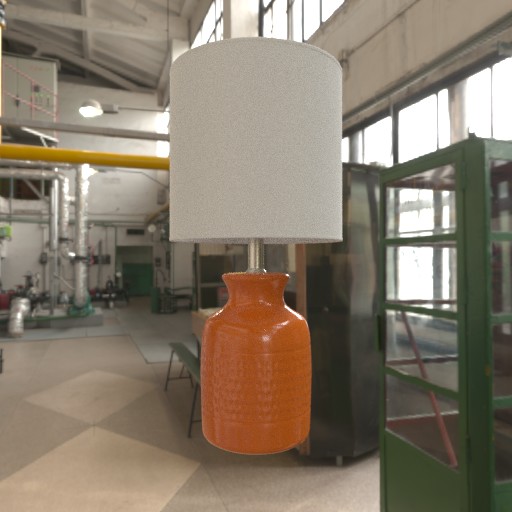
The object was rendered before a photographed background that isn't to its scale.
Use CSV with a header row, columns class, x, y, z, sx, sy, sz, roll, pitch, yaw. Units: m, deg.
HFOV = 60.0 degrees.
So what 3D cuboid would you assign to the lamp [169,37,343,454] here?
class,x,y,z,sx,sy,sz,roll,pitch,yaw
lamp,0.000,0.000,1.089,0.418,0.871,0.418,0,0,-19
